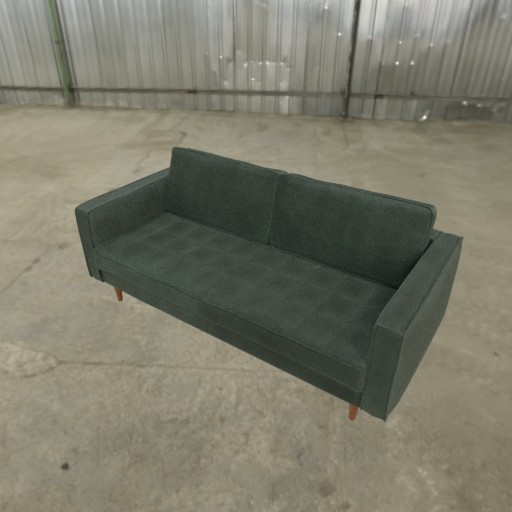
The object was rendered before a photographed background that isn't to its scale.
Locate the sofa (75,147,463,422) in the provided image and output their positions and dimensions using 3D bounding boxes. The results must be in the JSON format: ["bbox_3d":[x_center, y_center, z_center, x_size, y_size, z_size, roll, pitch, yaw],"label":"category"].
[{"bbox_3d":[0.000,0.000,2.306,1.816,0.781,0.886,20,36,29],"label":"sofa"}]
